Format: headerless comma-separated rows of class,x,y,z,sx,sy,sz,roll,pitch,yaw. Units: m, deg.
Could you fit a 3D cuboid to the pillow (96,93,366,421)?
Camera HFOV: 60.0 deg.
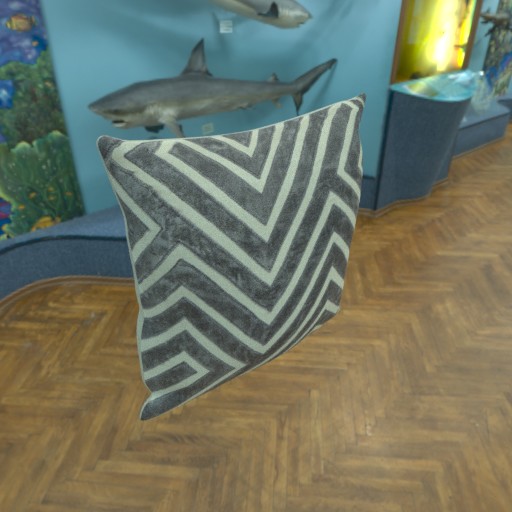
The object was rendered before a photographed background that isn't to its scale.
pillow,0.000,0.000,0.681,0.440,0.441,0.182,-22,37,-32
